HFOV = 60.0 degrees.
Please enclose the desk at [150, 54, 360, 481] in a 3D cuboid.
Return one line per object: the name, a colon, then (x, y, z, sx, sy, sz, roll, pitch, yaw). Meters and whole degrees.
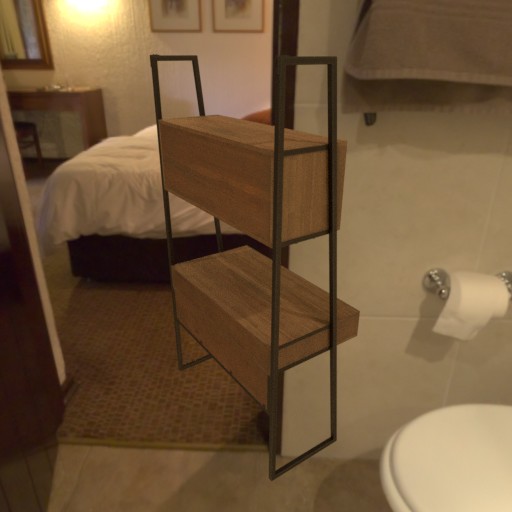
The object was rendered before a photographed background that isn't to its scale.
desk: (0.000, 0.000, 2.185, 0.515, 1.809, 0.982, -16, 29, -31)
